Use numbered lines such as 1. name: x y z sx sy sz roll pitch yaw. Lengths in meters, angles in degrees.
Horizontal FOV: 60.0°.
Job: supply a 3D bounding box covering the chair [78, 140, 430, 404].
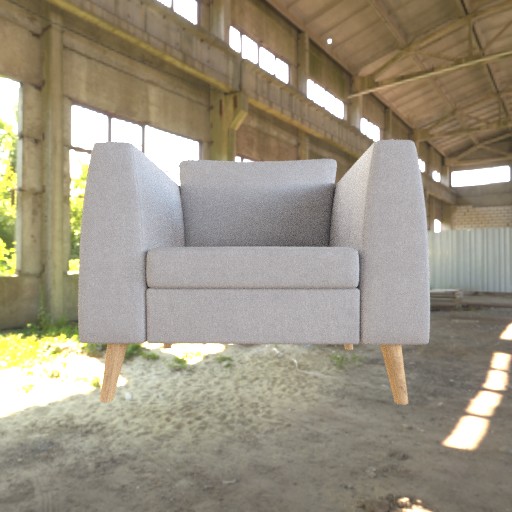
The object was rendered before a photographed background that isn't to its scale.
1. chair: 0.000 0.000 1.693 1.000 0.860 0.930 0 -1 1
